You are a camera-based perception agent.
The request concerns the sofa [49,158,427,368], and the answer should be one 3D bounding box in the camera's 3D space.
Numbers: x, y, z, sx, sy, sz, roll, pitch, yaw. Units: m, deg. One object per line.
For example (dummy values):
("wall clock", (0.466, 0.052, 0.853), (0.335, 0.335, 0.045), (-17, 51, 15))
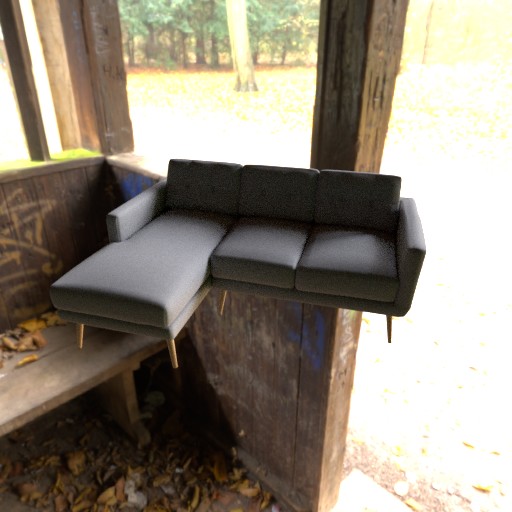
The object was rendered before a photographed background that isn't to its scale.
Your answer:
("sofa", (0.000, 0.000, 2.904), (2.040, 0.860, 1.530), (7, 28, 14))
